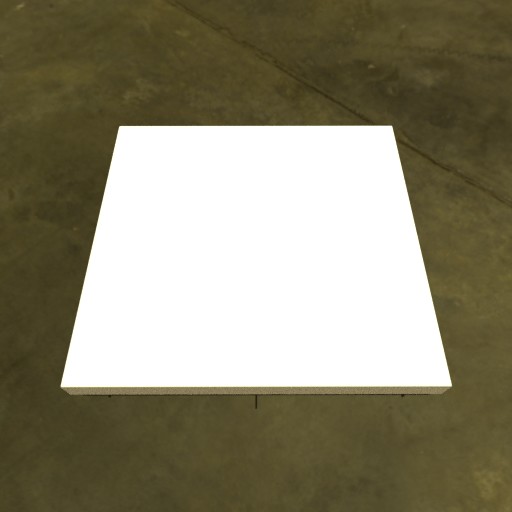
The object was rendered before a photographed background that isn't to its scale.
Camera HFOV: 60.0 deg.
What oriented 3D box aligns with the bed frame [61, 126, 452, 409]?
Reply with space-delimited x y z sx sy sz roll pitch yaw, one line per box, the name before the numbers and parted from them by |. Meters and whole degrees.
bed frame | 0.000 0.000 3.035 2.032 0.559 1.930 0 59 0
